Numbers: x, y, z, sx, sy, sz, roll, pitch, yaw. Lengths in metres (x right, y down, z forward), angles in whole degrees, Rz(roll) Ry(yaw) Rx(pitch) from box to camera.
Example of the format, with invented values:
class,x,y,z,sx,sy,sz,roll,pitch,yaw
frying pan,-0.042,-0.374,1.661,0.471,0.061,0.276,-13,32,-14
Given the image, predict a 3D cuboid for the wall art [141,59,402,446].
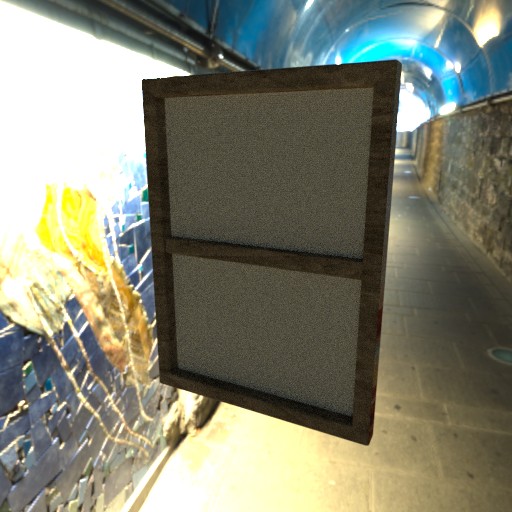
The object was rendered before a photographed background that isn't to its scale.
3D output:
class,x,y,z,sx,sy,sz,roll,pitch,yaw
wall art,0.000,0.000,0.780,0.443,0.605,0.035,7,17,26
